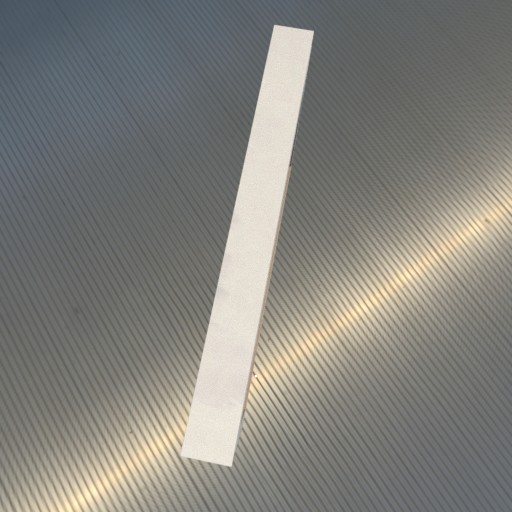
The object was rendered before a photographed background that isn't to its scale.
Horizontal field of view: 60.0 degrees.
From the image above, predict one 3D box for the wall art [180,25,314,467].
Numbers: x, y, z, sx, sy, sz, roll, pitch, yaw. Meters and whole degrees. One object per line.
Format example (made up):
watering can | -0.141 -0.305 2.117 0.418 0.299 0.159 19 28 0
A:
wall art | 0.000 0.000 0.489 0.038 0.254 0.381 10 75 3
